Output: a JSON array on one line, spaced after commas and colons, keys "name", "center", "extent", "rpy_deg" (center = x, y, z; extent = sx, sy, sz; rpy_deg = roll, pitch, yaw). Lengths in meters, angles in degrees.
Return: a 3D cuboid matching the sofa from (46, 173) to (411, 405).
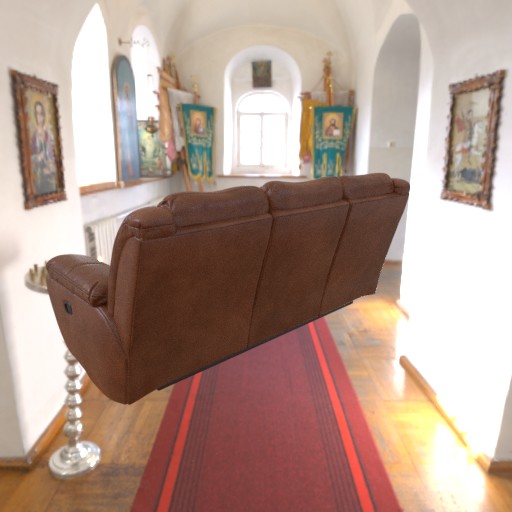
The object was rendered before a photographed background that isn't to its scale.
[{"name": "sofa", "center": [0.000, 0.000, 2.880], "extent": [2.337, 1.043, 0.991], "rpy_deg": [-14, 20, -43]}]
